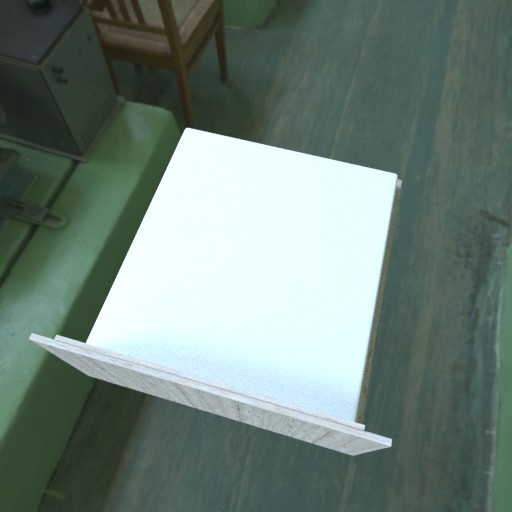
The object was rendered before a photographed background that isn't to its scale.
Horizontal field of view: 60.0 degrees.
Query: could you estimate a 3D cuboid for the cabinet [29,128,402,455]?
[{"bbox_3d":[0.000,0.000,3.131,1.950,0.970,2.080,14,64,7],"label":"cabinet"}]
